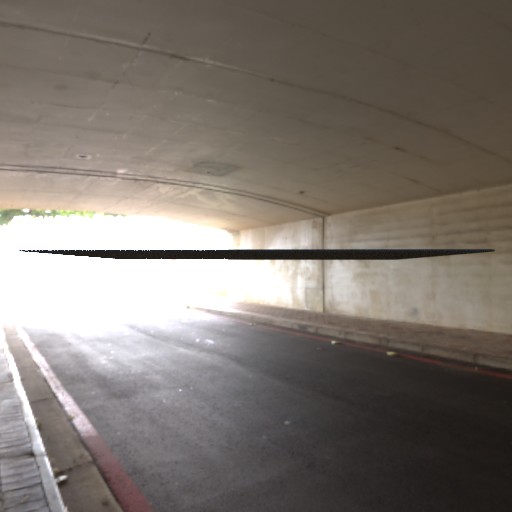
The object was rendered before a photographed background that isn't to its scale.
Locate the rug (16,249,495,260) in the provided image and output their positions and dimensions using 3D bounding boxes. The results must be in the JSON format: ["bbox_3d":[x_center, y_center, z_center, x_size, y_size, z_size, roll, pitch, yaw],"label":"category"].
[{"bbox_3d":[0.000,0.000,2.294,1.829,0.010,1.219,0,-2,1],"label":"rug"}]
